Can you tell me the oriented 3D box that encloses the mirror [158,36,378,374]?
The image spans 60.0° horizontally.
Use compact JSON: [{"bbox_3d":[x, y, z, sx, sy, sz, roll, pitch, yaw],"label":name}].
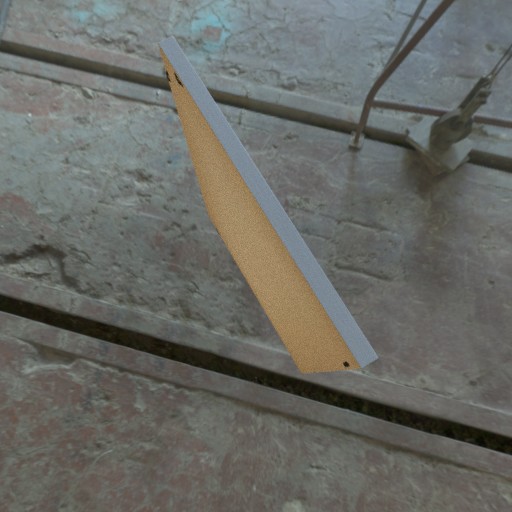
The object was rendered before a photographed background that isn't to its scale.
[{"bbox_3d":[0.000,0.000,1.328,0.040,1.016,0.762,-29,77,-8],"label":"mirror"}]
